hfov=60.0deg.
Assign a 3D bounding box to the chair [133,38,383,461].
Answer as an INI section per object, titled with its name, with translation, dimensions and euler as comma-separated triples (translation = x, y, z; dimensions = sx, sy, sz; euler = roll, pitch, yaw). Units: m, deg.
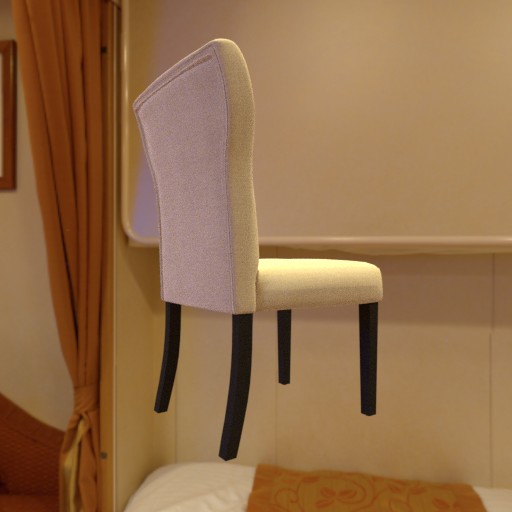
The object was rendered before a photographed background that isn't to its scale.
[chair]
translation = 0.000, 0.000, 1.285
dimensions = 0.597, 0.921, 0.509
euler = 0, 0, -36
